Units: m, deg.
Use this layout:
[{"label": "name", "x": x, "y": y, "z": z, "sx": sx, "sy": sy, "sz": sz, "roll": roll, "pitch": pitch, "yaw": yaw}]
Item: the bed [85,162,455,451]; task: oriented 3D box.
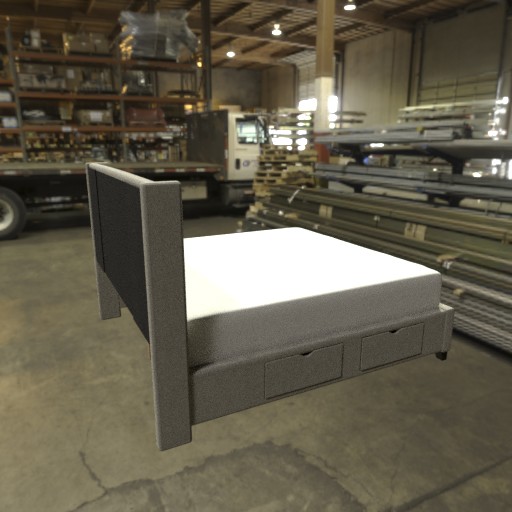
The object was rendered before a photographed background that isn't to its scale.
[{"label": "bed", "x": 0.000, "y": 0.000, "z": 3.656, "sx": 2.280, "sy": 1.470, "sz": 2.140, "roll": -7, "pitch": 16, "yaw": -26}]
